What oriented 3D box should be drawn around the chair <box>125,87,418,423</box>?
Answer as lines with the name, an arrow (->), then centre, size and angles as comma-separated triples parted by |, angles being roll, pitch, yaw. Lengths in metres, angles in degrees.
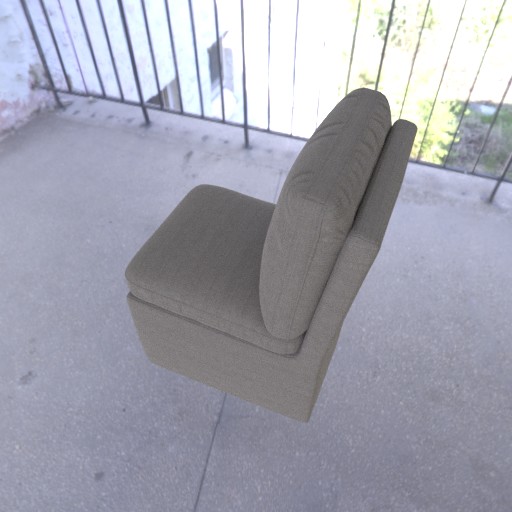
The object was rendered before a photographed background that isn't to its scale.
chair -> 0.000, 0.000, 1.337 | 0.698, 0.927, 0.503 | 17, 48, 16
